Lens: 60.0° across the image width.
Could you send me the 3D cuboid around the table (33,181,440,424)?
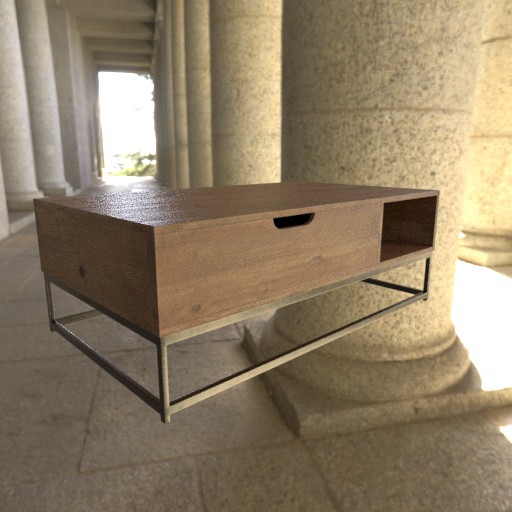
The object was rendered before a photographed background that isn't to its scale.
[{"bbox_3d":[0.000,0.000,1.418,1.101,0.395,0.655,-12,18,-42],"label":"table"}]
